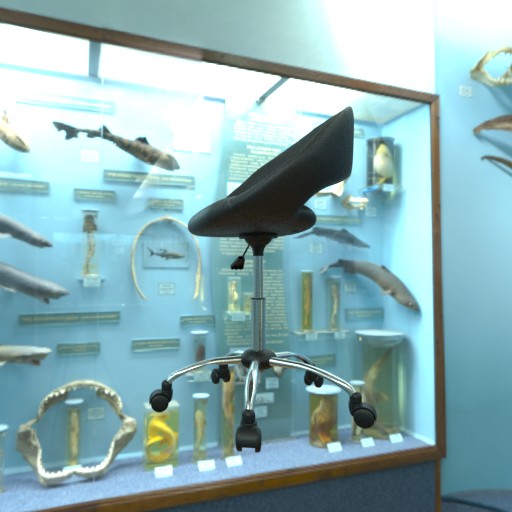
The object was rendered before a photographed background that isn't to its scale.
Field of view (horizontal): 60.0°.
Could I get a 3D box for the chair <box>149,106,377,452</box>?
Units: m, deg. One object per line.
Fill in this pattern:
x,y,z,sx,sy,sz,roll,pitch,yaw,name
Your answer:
0.000,0.000,1.180,0.538,0.791,0.612,1,-2,-19,chair
